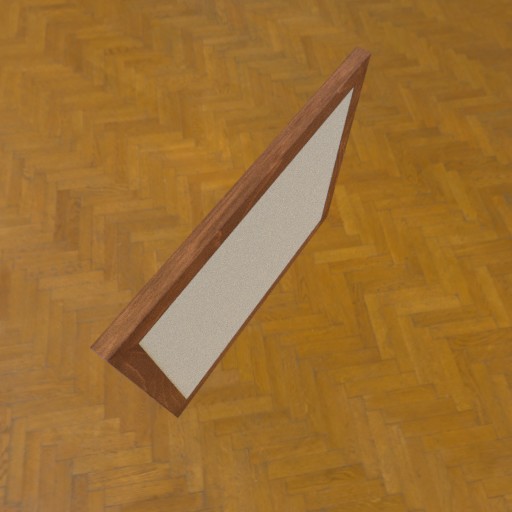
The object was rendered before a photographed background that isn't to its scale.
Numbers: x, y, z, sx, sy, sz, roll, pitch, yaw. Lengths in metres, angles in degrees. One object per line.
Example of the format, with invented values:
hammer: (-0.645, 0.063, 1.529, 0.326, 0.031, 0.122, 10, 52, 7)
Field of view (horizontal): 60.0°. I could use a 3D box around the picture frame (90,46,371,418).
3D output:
picture frame: (0.000, 0.000, 0.759, 0.025, 0.457, 0.559, 32, 67, 15)
